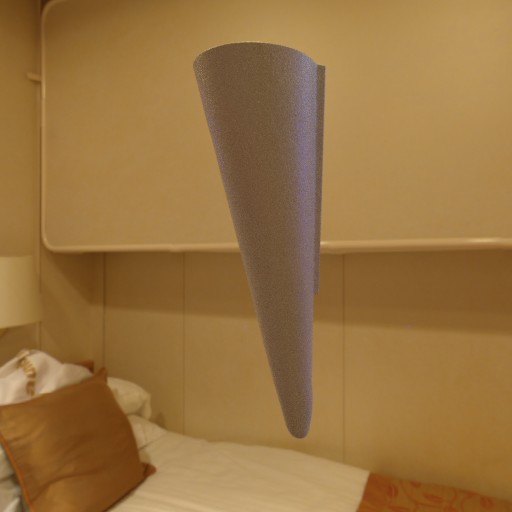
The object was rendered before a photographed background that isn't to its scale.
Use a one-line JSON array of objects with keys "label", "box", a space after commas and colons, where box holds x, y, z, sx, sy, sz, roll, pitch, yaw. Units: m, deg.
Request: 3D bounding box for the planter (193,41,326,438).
[{"label": "planter", "box": [0.000, 0.000, 0.226, 0.064, 0.191, 0.057, 0, 0, -20]}]
